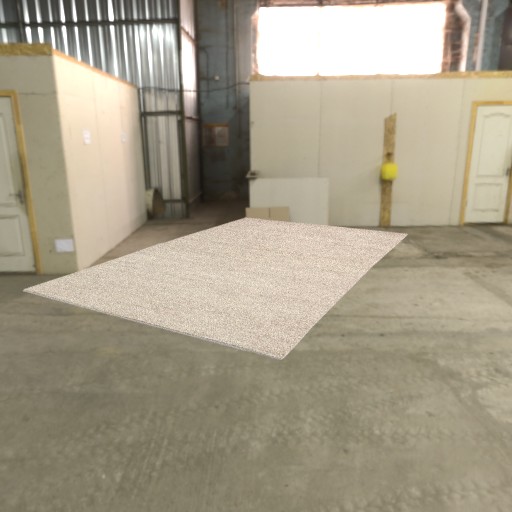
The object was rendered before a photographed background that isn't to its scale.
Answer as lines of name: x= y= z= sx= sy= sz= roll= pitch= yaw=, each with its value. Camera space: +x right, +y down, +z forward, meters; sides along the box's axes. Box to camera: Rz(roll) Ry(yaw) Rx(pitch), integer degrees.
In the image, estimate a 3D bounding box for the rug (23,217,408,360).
rug: x=0.000 y=0.000 z=2.256 sx=1.154 sy=0.021 sz=1.792 roll=9 pitch=18 yaw=28
